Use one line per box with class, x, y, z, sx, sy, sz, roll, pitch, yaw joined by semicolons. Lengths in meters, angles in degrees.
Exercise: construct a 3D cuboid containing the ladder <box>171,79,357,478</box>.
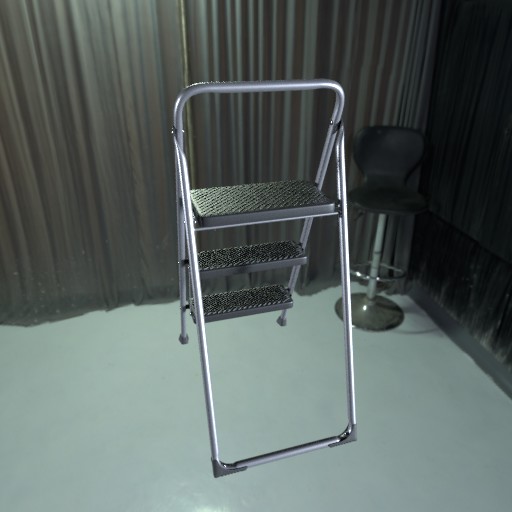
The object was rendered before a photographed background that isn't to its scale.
ladder;0.000;0.000;1.259;0.430;0.945;0.629;-8;28;-15
